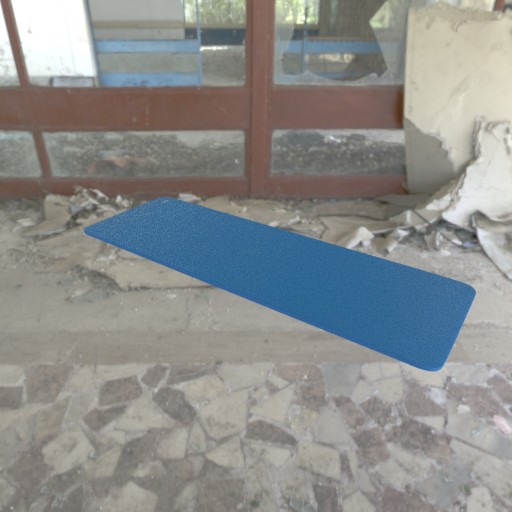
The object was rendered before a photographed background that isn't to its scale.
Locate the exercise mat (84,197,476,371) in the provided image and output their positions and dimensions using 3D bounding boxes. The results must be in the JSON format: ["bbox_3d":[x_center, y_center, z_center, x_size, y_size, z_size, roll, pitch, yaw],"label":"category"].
[{"bbox_3d":[0.000,0.000,2.111,1.869,0.021,0.616,19,34,30],"label":"exercise mat"}]
